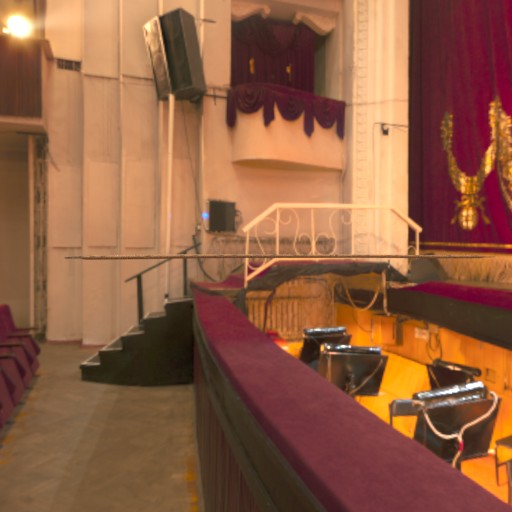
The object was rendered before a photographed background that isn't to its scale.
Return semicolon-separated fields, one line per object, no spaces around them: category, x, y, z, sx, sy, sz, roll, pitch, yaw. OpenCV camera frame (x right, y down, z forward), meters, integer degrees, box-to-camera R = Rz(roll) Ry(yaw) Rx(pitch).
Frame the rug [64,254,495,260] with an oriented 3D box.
rug;0.000;0.000;4.759;3.585;0.036;2.892;0;0;-19
